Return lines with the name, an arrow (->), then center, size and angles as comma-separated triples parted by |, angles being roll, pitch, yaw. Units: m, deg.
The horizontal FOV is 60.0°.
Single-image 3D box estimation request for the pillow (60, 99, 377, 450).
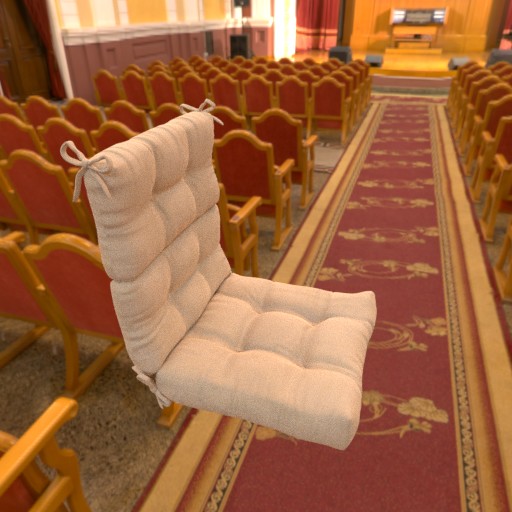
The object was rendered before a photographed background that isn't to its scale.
pillow -> 0.000, 0.000, 1.024 | 0.571, 0.605, 0.519 | 9, 31, 16
